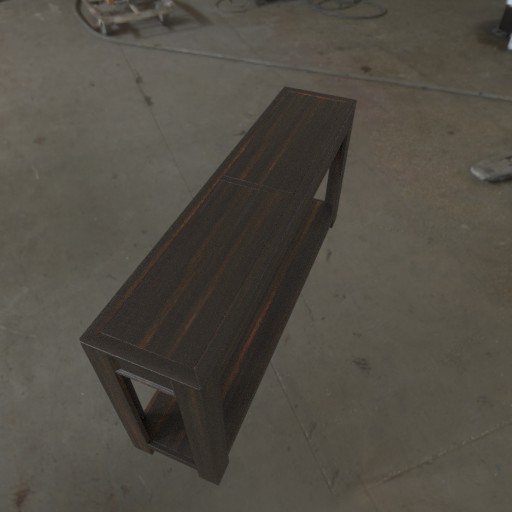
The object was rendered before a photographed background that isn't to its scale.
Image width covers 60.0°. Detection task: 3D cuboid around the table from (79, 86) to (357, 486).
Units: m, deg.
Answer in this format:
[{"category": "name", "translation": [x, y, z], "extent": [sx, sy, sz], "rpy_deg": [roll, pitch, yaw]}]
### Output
[{"category": "table", "translation": [0.000, 0.000, 1.948], "extent": [0.384, 0.762, 1.631], "rpy_deg": [17, 49, 15]}]
